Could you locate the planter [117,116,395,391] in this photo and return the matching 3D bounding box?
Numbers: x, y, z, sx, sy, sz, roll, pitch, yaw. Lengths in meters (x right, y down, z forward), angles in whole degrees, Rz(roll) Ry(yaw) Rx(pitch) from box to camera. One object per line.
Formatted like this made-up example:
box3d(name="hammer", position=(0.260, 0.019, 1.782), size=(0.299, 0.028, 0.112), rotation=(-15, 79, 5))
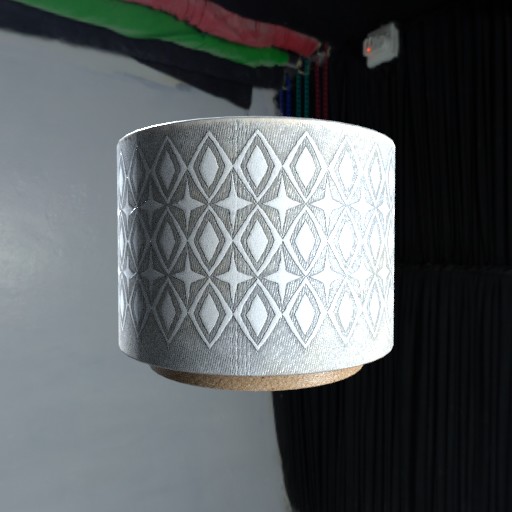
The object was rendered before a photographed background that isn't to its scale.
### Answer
box3d(name="planter", position=(0.000, 0.000, 0.313), size=(0.186, 0.144, 0.186), rotation=(0, 2, 0))
